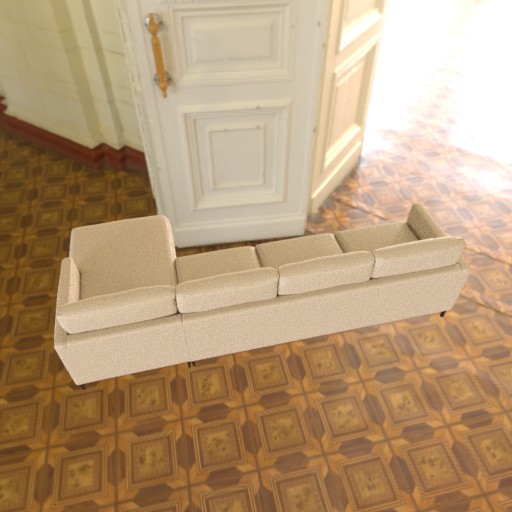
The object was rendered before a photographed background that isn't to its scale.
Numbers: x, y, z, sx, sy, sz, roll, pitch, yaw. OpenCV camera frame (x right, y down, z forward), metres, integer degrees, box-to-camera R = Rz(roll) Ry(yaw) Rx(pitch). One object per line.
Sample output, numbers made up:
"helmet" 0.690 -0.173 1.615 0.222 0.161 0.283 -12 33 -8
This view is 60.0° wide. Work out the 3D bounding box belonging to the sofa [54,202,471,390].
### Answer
"sofa" 0.000 0.000 3.296 2.731 0.755 1.258 -9 47 -9
